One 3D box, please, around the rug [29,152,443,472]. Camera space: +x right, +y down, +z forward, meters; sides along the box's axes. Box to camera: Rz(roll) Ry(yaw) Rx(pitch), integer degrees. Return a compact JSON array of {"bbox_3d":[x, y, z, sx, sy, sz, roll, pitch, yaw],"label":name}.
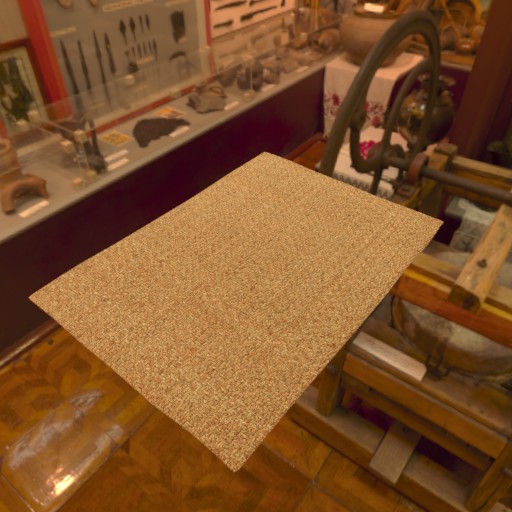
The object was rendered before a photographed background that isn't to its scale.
[{"bbox_3d":[0.000,0.000,2.733,1.566,0.013,2.141,28,49,28],"label":"rug"}]
